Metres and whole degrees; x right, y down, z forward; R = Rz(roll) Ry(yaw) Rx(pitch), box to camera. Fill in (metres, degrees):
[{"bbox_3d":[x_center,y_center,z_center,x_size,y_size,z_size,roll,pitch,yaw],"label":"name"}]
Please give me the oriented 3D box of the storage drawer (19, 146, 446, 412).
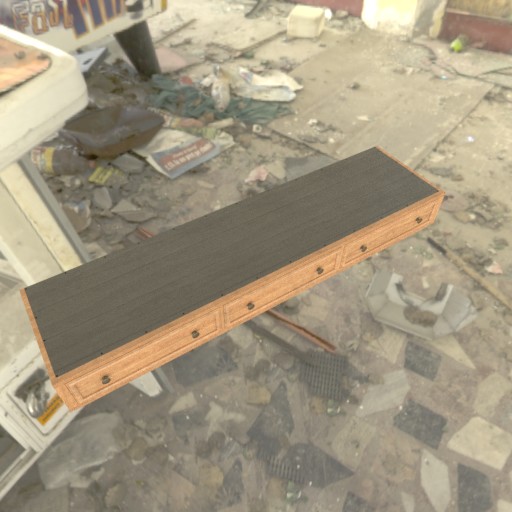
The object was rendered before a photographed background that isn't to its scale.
[{"bbox_3d":[0.000,0.000,2.187,2.032,0.264,0.538,-25,52,-21],"label":"storage drawer"}]
